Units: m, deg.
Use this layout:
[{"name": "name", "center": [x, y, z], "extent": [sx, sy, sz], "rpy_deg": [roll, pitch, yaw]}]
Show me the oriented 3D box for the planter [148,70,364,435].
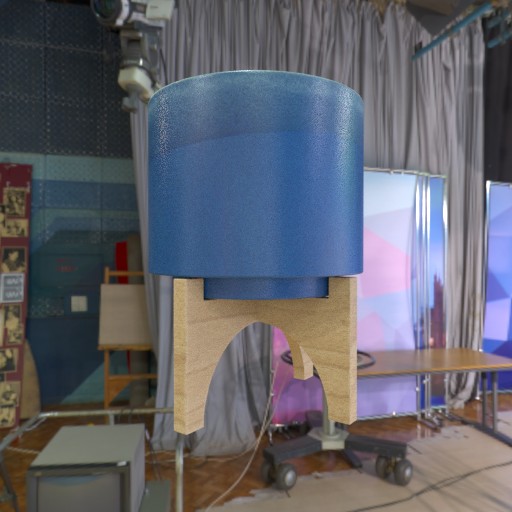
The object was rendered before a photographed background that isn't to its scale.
[{"name": "planter", "center": [0.000, 0.000, 0.407], "extent": [0.192, 0.263, 0.192], "rpy_deg": [0, 1, 0]}]
